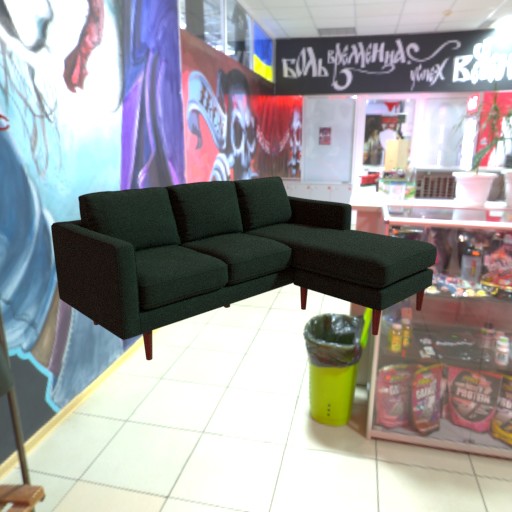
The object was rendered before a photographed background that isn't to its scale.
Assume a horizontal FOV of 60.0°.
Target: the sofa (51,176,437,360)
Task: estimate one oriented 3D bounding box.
[{"bbox_3d":[0.000,0.000,2.941,2.030,0.899,1.580,-14,21,-42],"label":"sofa"}]
